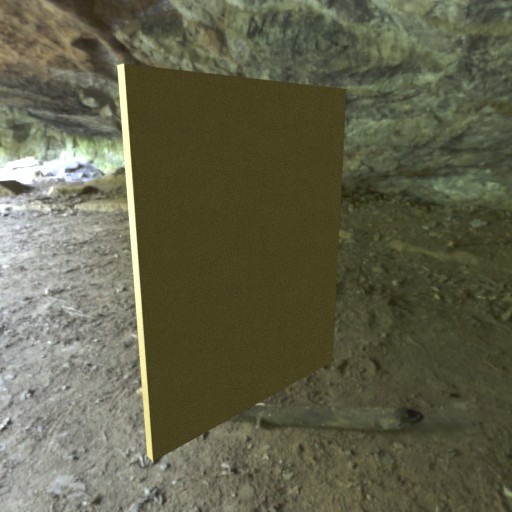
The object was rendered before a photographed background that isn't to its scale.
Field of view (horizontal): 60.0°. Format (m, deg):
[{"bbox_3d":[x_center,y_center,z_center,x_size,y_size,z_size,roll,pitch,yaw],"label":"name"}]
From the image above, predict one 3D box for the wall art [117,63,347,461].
[{"bbox_3d":[0.000,0.000,1.345,0.798,1.002,0.030,-14,21,-42],"label":"wall art"}]
